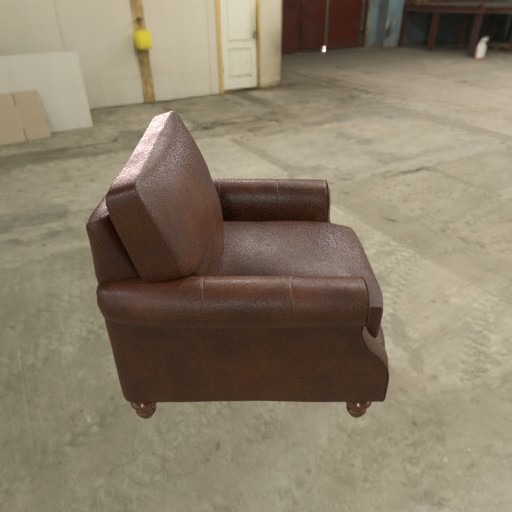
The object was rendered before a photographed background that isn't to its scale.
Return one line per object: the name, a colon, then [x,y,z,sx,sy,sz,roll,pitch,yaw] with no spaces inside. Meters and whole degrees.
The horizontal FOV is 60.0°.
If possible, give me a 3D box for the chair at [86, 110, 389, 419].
chair: [0.000,0.000,1.752,0.992,0.972,0.989,0,31,0]
